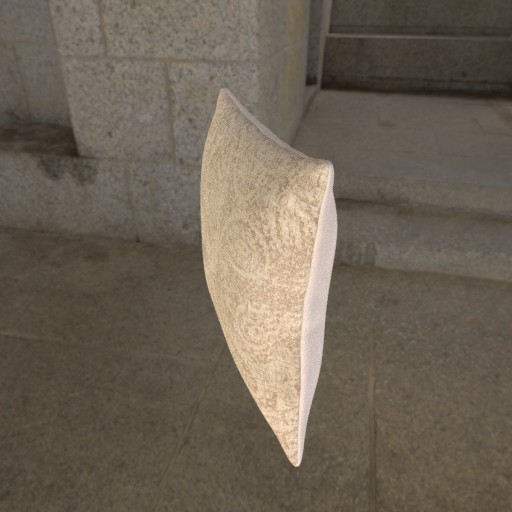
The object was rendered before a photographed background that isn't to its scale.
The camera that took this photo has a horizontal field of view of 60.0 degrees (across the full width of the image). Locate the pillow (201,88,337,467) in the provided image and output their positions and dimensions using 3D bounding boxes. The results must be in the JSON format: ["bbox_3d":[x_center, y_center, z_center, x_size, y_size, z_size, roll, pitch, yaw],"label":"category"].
[{"bbox_3d":[0.000,0.000,0.812,0.166,0.510,0.523,-8,31,-14],"label":"pillow"}]
